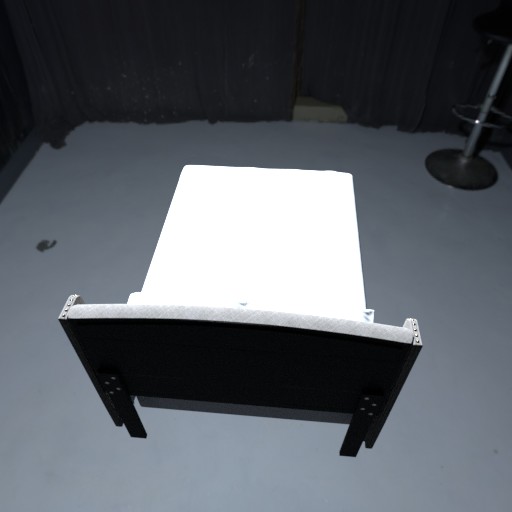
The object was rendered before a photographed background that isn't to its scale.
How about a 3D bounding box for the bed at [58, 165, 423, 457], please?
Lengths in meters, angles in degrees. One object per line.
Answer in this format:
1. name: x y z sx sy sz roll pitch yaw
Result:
1. bed: 0.000 0.000 3.252 1.710 1.407 2.237 4 47 3
